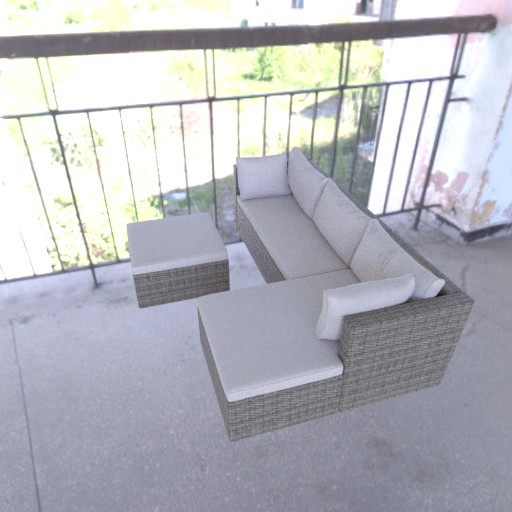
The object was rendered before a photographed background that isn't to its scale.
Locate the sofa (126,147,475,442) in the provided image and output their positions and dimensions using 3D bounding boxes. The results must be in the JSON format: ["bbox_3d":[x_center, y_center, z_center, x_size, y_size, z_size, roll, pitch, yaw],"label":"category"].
[{"bbox_3d":[0.000,0.000,3.057,1.662,0.766,2.192,-10,34,-14],"label":"sofa"}]
